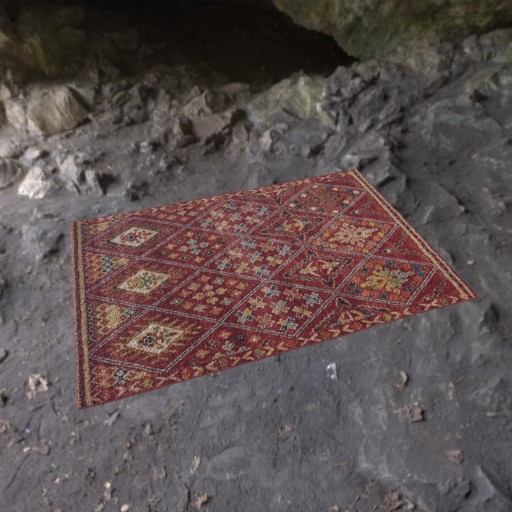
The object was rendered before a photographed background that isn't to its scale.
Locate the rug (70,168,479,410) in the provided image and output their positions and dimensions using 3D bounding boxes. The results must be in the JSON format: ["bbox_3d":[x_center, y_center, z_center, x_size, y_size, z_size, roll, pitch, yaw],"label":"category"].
[{"bbox_3d":[0.000,0.000,2.883,2.286,0.026,1.521,-13,44,-14],"label":"rug"}]
